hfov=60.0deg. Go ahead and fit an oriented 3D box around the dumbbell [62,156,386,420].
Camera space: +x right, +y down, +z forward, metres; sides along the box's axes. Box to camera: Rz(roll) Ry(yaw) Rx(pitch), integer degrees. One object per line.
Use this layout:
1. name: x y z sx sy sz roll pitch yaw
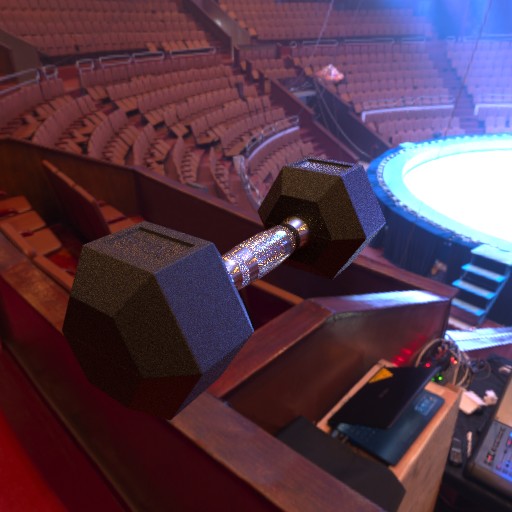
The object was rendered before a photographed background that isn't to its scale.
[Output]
1. dumbbell: 0.000 0.000 0.323 0.106 0.092 0.272 18 31 32
